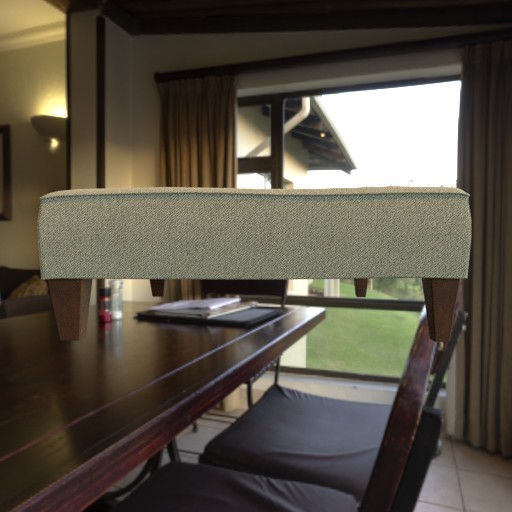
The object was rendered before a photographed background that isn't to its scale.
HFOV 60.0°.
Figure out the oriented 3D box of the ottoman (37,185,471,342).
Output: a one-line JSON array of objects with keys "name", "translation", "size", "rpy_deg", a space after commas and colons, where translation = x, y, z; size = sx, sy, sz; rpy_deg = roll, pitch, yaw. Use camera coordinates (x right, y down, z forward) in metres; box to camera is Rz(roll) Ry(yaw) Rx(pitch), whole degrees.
[{"name": "ottoman", "translation": [0.000, 0.000, 1.495], "size": [1.004, 0.379, 0.968], "rpy_deg": [0, 2, 1]}]
